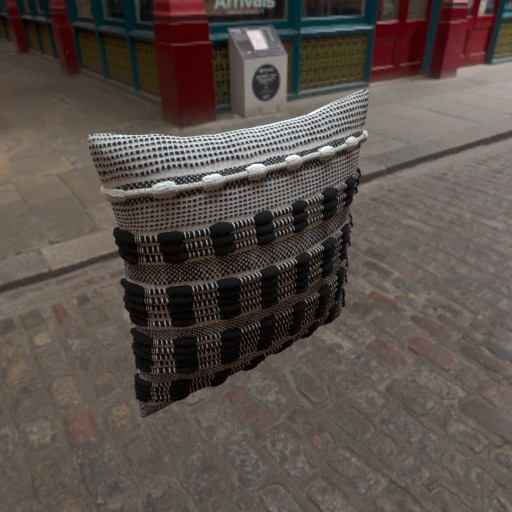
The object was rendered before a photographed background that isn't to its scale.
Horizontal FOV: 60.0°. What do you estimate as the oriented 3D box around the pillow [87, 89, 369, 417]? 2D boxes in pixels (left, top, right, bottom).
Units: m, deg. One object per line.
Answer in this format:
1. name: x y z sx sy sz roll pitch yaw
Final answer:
1. pillow: 0.000 0.000 0.678 0.436 0.438 0.156 -20 37 -30
